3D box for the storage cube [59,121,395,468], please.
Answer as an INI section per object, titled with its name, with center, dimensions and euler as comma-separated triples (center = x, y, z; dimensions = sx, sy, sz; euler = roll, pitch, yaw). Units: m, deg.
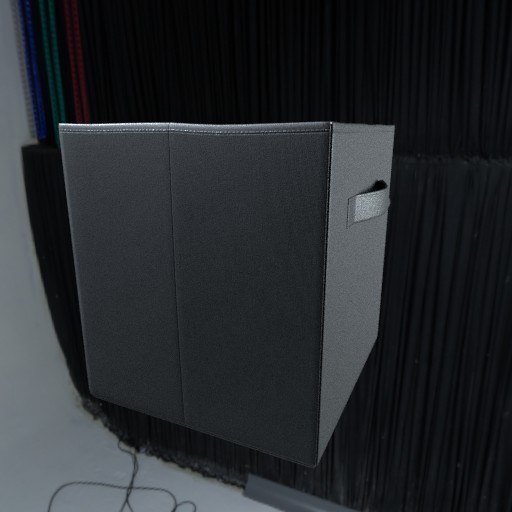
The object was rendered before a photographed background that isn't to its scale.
[storage cube]
center = 0.000, 0.000, 0.492
dimensions = 0.270, 0.280, 0.270
euler = 7, 17, 24
